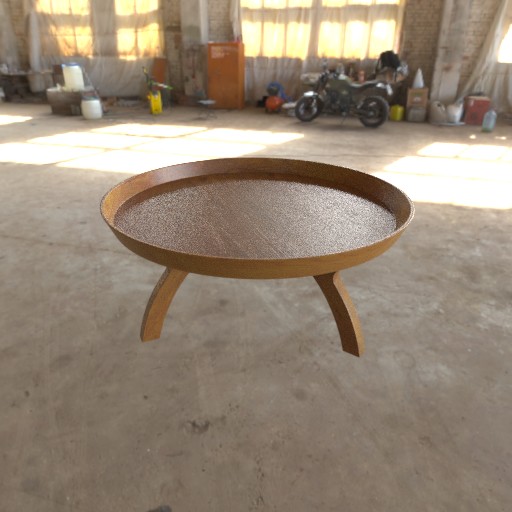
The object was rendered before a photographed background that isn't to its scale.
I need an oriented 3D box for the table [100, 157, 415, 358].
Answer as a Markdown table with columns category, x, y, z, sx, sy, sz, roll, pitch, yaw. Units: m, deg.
| category | x | y | z | sx | sy | sz | roll | pitch | yaw |
| --- | --- | --- | --- | --- | --- | --- | --- | --- | --- |
| table | 0.000 | 0.000 | 1.590 | 1.016 | 0.470 | 1.016 | 0 | 26 | 0 |
